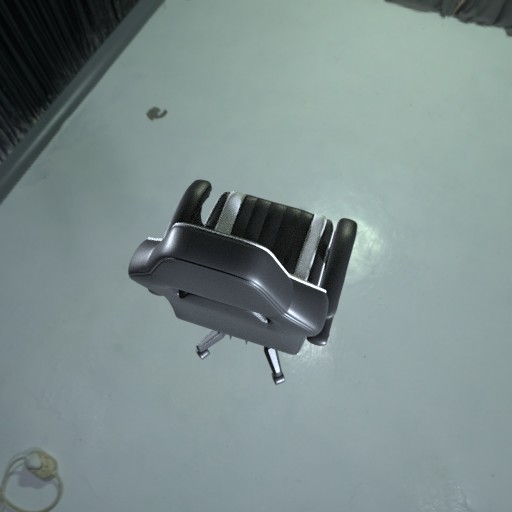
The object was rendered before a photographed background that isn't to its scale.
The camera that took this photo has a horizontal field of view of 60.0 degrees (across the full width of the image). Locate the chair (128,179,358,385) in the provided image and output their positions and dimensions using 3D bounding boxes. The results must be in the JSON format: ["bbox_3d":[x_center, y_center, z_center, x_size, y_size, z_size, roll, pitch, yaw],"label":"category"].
[{"bbox_3d":[0.000,0.000,1.626,0.676,1.200,0.700,16,64,8],"label":"chair"}]
